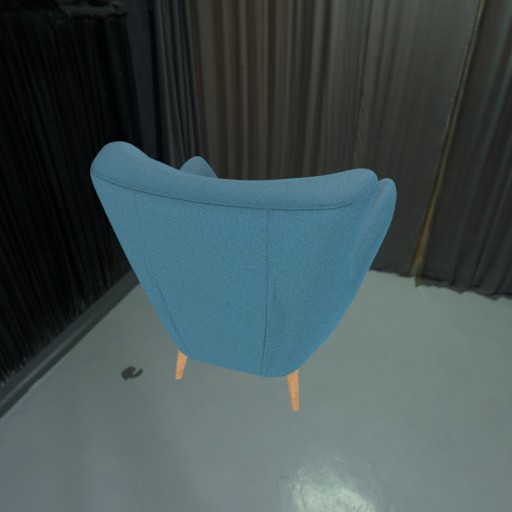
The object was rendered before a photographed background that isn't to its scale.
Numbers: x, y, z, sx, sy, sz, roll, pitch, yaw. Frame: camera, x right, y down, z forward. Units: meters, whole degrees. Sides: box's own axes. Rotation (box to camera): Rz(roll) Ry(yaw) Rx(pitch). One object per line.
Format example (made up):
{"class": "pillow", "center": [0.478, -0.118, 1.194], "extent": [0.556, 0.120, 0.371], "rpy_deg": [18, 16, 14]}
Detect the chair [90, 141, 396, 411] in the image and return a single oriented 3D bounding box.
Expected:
{"class": "chair", "center": [0.000, 0.000, 1.596], "extent": [0.890, 0.889, 0.889], "rpy_deg": [10, 33, 16]}
